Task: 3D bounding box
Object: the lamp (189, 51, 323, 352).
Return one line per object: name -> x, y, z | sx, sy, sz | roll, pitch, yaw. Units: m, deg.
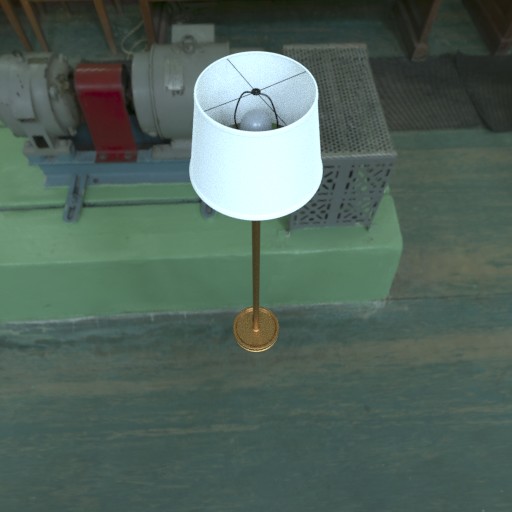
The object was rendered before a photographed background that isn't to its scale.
lamp -> 0.000, 0.000, 0.793 | 0.178, 0.710, 0.178 | 0, 59, 0
